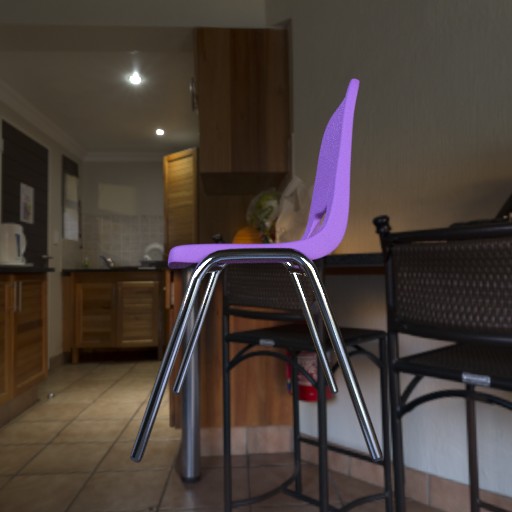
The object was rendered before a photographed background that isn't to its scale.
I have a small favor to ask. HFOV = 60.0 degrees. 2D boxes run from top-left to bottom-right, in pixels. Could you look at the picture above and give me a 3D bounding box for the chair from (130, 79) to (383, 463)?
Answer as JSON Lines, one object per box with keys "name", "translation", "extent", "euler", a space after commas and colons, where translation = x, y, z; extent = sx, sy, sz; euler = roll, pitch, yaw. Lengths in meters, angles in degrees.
{"name": "chair", "translation": [0.000, 0.000, 0.671], "extent": [0.301, 0.493, 0.291], "euler": [0, -1, 0]}
